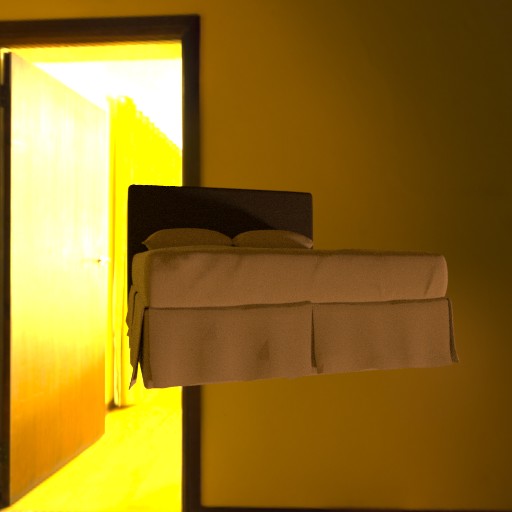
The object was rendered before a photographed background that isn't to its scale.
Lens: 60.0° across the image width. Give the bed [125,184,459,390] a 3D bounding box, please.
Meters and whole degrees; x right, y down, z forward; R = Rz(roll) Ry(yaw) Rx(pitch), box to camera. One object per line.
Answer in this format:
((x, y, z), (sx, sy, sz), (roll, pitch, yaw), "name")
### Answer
((0.000, 0.000, 3.324), (1.884, 1.330, 2.142), (0, 0, -17), "bed")
